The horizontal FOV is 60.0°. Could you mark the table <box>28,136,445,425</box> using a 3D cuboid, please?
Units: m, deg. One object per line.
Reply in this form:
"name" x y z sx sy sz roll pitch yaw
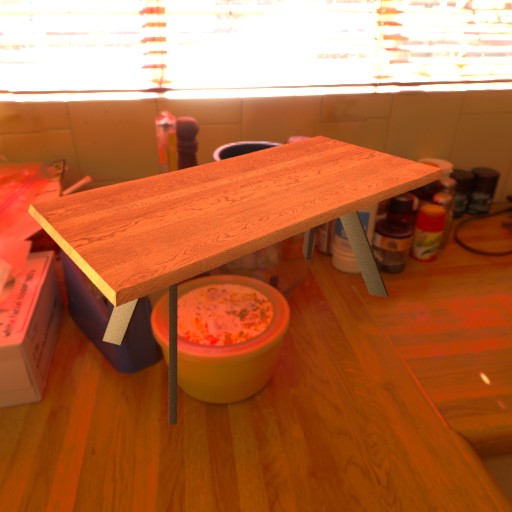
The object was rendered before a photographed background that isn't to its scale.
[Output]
"table" 0.000 0.000 2.272 1.800 0.770 0.900 -22 36 -33
